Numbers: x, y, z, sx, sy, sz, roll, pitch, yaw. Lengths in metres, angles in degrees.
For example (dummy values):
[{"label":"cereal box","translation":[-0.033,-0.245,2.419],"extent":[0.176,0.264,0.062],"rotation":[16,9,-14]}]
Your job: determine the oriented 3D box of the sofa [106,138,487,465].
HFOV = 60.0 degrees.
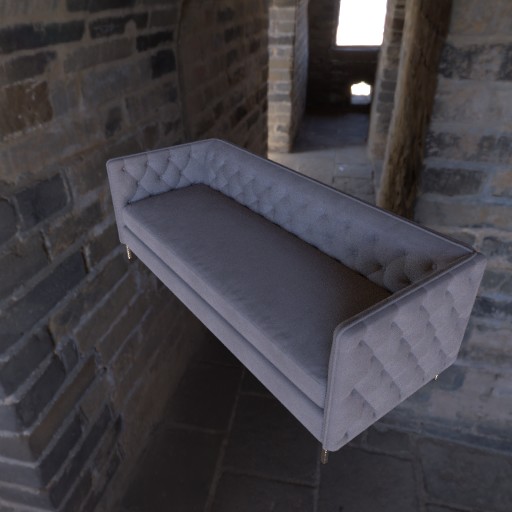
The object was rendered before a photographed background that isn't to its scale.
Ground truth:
[{"label":"sofa","translation":[0.000,0.000,2.595],"extent":[0.895,0.771,2.209],"rotation":[-21,37,-31]}]
